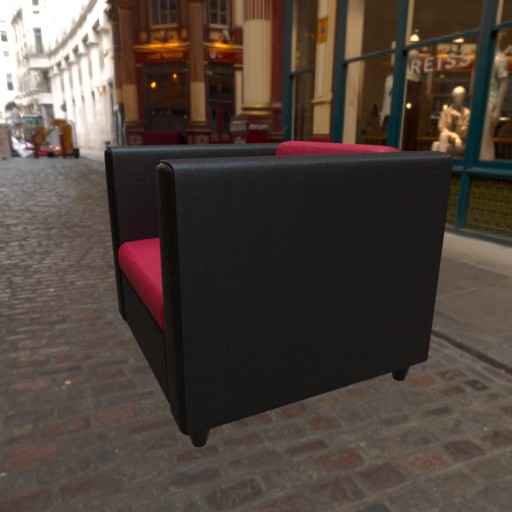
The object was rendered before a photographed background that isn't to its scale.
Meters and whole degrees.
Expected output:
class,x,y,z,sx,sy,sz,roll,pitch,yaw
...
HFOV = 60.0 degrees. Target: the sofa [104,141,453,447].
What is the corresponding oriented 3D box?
class,x,y,z,sx,sy,sz,roll,pitch,yaw
sofa,0.000,0.000,1.482,0.809,0.724,0.839,-8,18,-25
